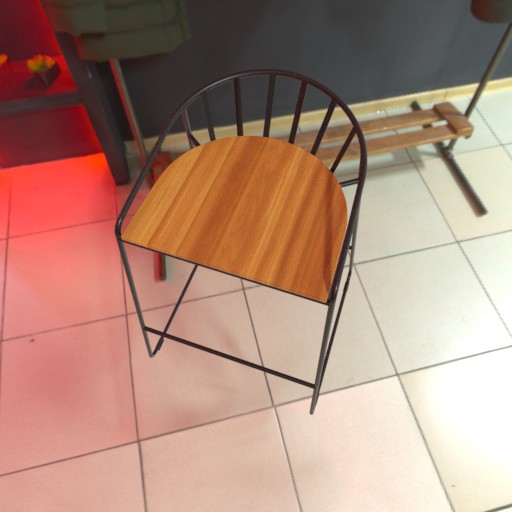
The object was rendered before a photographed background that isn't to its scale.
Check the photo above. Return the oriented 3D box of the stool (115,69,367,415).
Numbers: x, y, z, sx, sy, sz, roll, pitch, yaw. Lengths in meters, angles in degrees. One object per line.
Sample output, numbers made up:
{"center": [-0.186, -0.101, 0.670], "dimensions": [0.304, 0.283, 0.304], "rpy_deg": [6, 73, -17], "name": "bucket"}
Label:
{"center": [0.000, 0.000, 1.170], "dimensions": [0.546, 0.812, 0.521], "rpy_deg": [17, 61, 10], "name": "stool"}
